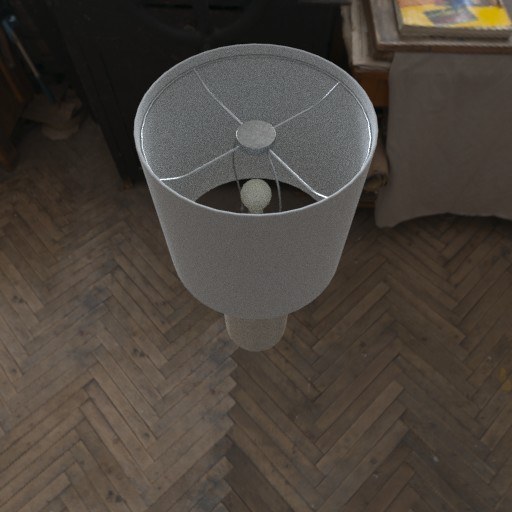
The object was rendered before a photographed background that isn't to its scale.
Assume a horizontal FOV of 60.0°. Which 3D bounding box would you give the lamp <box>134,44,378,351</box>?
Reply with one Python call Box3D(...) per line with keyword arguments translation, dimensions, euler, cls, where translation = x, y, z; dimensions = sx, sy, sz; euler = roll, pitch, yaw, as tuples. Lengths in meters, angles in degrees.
Box3D(translation=(0.000, 0.000, 0.576), dimensions=(0.207, 0.461, 0.207), euler=(-33, 65, -18), cls="lamp")
